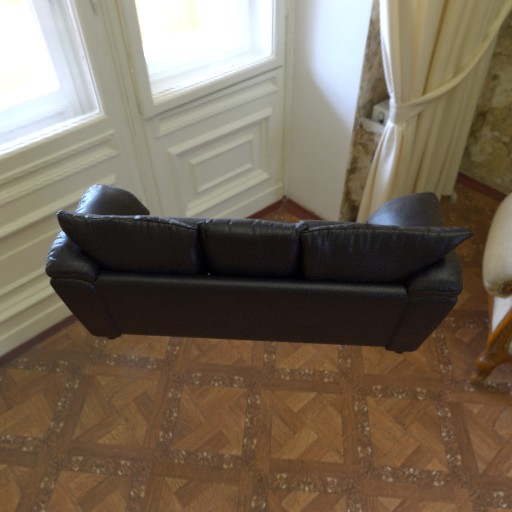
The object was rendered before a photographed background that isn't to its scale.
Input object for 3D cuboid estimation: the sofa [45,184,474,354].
[{"bbox_3d":[0.000,0.000,2.811,2.336,1.073,0.880,2,45,2],"label":"sofa"}]
